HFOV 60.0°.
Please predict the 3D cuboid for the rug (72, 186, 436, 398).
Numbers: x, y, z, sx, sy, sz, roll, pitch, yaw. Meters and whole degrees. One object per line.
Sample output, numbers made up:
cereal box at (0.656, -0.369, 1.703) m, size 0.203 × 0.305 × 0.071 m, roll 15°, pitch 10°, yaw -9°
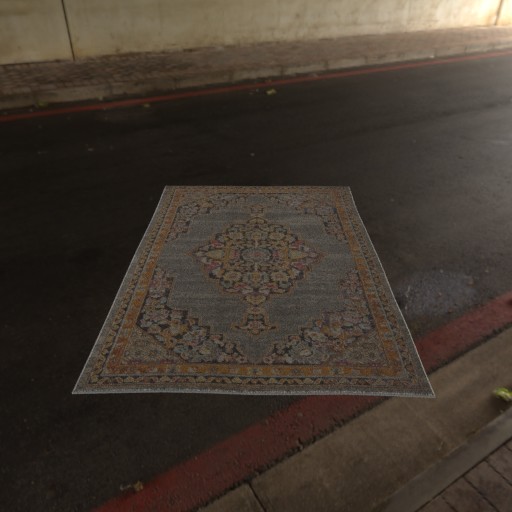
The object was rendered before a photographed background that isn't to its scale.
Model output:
rug at (0.000, 0.000, 3.696) m, size 2.043 × 0.026 × 2.901 m, roll 0°, pitch 32°, yaw 1°
